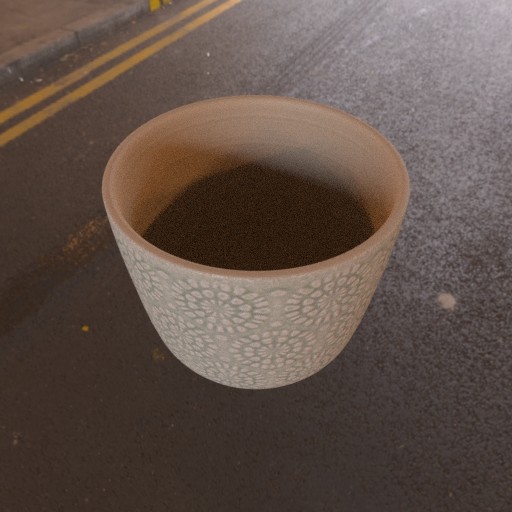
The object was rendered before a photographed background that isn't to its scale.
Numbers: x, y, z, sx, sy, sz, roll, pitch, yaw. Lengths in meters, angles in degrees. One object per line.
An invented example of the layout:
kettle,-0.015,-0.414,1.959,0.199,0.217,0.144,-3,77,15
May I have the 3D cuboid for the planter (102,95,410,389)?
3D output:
planter,0.000,0.000,0.221,0.124,0.109,0.124,0,46,0
